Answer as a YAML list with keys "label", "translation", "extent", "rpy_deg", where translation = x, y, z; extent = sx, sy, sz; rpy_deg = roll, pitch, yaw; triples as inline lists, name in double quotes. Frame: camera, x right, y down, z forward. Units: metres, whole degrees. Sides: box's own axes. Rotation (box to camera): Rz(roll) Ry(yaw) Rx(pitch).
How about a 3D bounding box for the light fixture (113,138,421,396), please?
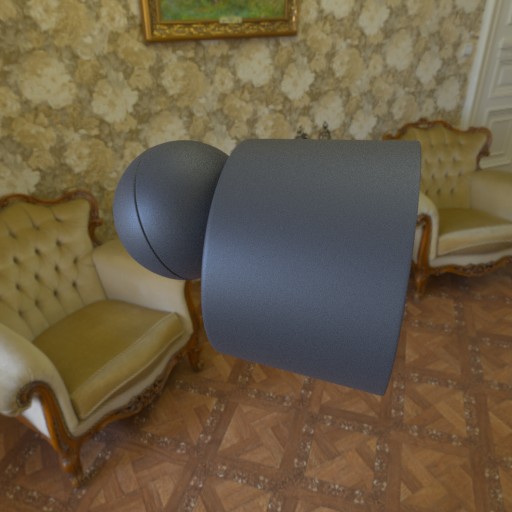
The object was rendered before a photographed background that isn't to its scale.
- label: "light fixture"
  translation: [0.000, 0.000, 0.260]
  extent: [0.160, 0.143, 0.134]
  rpy_deg: [8, 31, 14]
